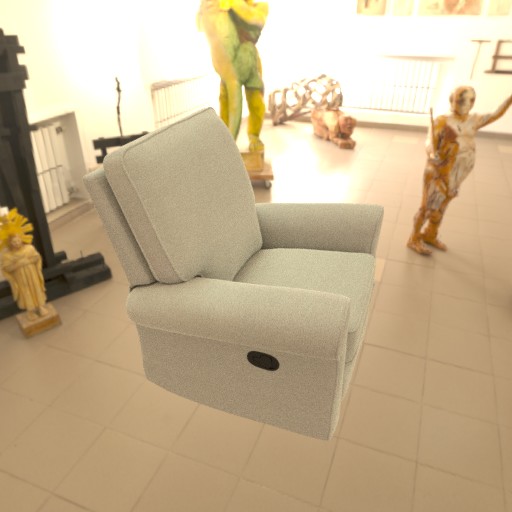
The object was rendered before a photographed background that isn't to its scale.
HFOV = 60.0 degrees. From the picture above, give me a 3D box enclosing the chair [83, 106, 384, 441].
[{"bbox_3d":[0.000,0.000,1.696,0.878,0.960,0.890,11,32,18],"label":"chair"}]
